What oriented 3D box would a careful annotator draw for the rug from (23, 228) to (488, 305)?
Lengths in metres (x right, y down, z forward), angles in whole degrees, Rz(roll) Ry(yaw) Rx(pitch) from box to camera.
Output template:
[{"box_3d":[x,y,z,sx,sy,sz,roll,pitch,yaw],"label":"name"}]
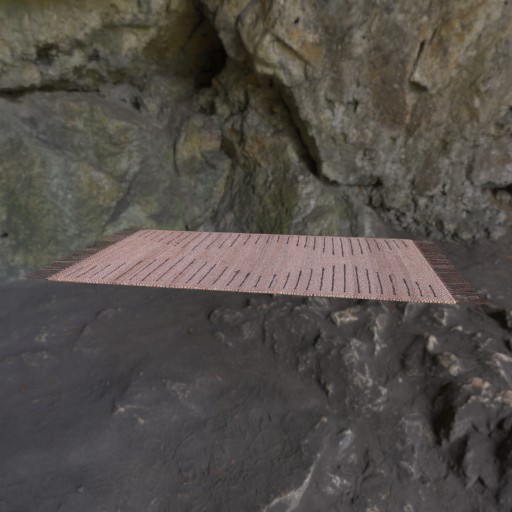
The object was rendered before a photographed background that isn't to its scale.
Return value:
[{"box_3d":[0.000,0.000,2.012,1.718,0.017,0.905,3,16,9],"label":"rug"}]
